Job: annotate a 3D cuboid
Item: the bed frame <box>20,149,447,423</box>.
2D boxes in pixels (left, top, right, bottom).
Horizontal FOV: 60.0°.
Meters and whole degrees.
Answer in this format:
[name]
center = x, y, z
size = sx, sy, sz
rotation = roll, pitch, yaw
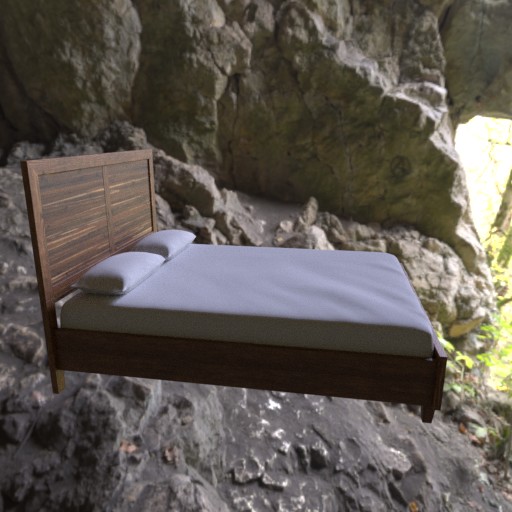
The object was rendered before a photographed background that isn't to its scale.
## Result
[bed frame]
center = 0.000, 0.000, 3.181
size = 2.276, 1.417, 1.696
rotation = 3, 16, 10
